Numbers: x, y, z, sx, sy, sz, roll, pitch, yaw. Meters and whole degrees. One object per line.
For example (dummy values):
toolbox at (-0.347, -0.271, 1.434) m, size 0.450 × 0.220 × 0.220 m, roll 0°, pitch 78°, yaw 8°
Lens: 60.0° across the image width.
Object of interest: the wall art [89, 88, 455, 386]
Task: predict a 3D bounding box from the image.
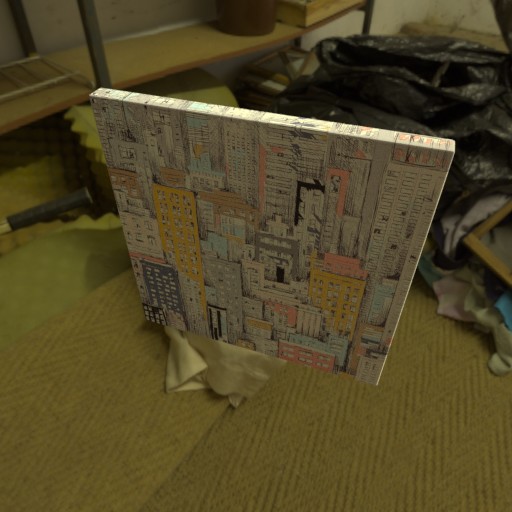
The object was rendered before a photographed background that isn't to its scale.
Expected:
wall art at (0.000, 0.000, 0.914) m, size 0.607 × 0.608 × 0.038 m, roll 13°, pitch 44°, yaw 14°
